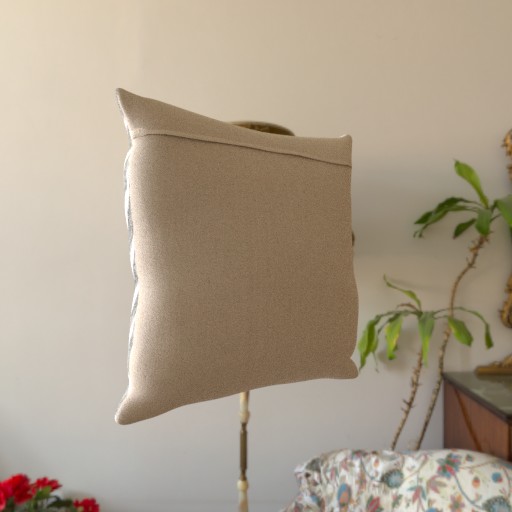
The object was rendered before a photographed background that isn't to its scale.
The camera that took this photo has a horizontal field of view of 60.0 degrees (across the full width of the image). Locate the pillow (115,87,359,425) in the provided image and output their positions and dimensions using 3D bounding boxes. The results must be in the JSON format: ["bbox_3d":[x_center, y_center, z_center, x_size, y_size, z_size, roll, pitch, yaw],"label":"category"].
[{"bbox_3d":[0.000,0.000,0.687,0.440,0.441,0.182,0,0,-35],"label":"pillow"}]
